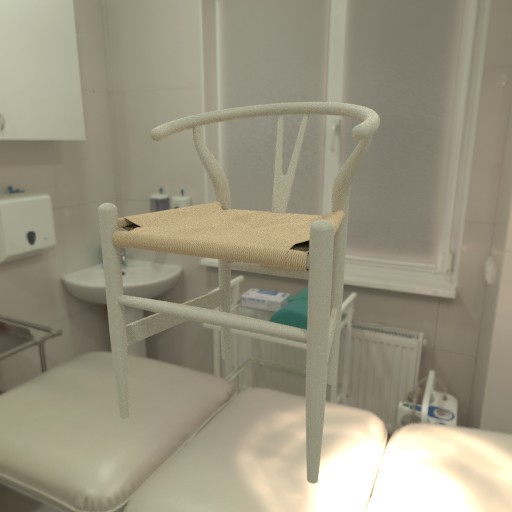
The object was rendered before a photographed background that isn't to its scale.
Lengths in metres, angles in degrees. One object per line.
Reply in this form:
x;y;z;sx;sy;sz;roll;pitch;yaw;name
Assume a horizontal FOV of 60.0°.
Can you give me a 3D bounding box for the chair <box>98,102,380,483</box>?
0.000;0.000;1.067;0.533;0.736;0.500;7;16;25;chair
